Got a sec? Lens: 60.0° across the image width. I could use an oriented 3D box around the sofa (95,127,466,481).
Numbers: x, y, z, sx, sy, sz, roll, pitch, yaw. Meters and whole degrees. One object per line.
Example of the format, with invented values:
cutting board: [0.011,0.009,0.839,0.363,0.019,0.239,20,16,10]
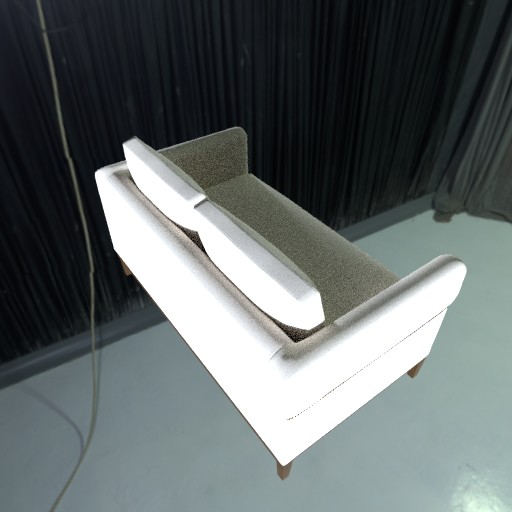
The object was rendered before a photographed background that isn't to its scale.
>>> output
sofa: [0.000,0.000,2.136,0.905,0.873,1.598,-25,46,-27]
